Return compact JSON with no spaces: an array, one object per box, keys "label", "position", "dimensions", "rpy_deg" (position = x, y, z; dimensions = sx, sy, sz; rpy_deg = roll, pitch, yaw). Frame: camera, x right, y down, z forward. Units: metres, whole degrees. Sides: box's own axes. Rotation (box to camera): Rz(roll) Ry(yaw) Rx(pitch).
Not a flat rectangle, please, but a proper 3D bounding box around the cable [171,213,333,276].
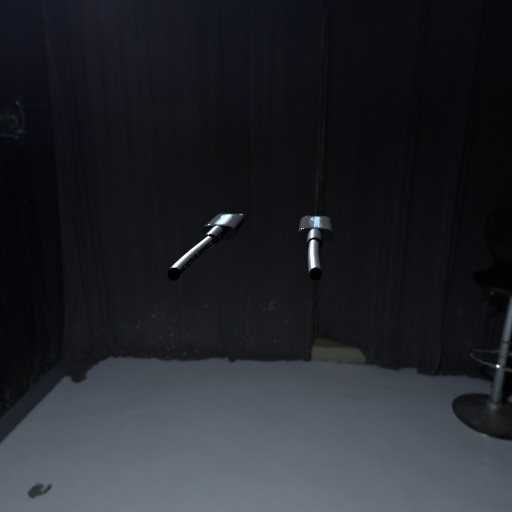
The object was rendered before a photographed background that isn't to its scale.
[{"label":"cable","position":[0.000,0.000,0.114],"dimensions":[0.041,0.005,0.098],"rpy_deg":[2,17,7]}]
